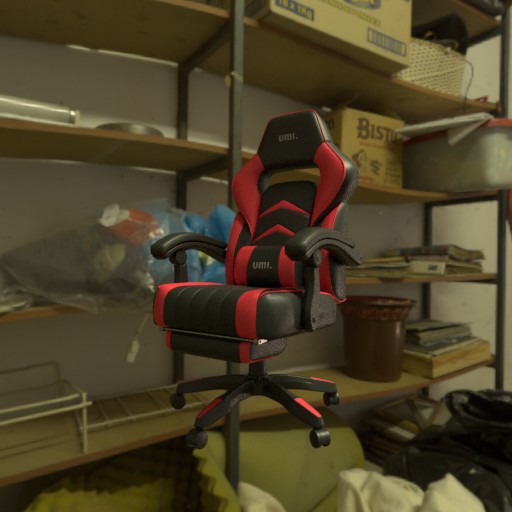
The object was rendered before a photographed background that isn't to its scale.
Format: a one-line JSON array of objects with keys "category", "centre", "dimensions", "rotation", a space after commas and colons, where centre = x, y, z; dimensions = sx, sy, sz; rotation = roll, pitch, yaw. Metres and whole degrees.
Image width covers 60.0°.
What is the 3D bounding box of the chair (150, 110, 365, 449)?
[{"category": "chair", "centre": [0.000, 0.000, 1.674], "dimensions": [0.700, 1.220, 0.700], "rotation": [0, 0, 35]}]
